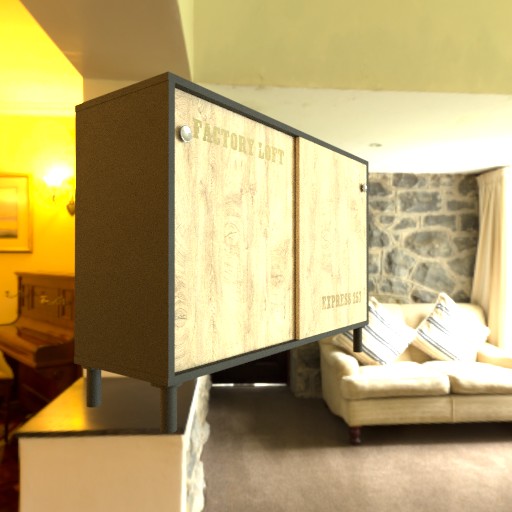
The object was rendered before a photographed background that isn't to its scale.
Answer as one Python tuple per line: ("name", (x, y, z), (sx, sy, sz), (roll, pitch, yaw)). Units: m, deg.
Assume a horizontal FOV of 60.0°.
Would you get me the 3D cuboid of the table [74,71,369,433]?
("table", (0.000, 0.000, 1.625), (0.400, 0.855, 1.200), (0, 0, 36))
